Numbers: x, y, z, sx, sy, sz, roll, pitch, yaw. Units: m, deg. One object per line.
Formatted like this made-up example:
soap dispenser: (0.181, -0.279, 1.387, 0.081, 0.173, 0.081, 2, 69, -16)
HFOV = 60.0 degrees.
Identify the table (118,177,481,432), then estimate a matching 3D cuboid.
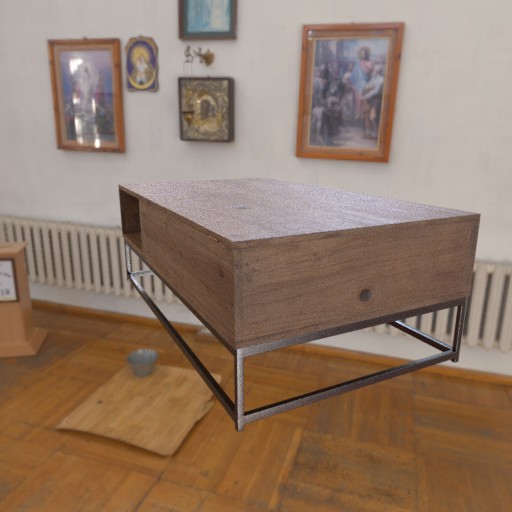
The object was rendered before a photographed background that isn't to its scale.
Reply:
table: (0.000, 0.000, 1.446, 0.655, 0.395, 1.101, -8, 17, -26)
